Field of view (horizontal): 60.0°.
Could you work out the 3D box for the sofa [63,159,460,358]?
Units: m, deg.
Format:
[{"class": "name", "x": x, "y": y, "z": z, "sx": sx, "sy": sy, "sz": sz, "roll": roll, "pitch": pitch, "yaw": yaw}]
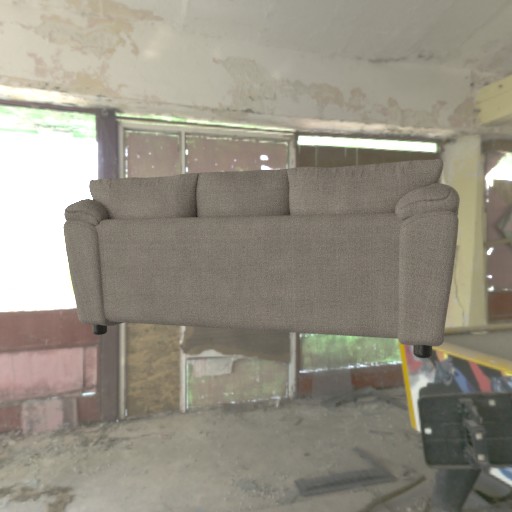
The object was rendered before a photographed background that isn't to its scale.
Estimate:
[{"class": "sofa", "x": 0.000, "y": 0.000, "z": 2.786, "sx": 2.334, "sy": 0.996, "sz": 0.878, "roll": 0, "pitch": 1, "yaw": 18}]
